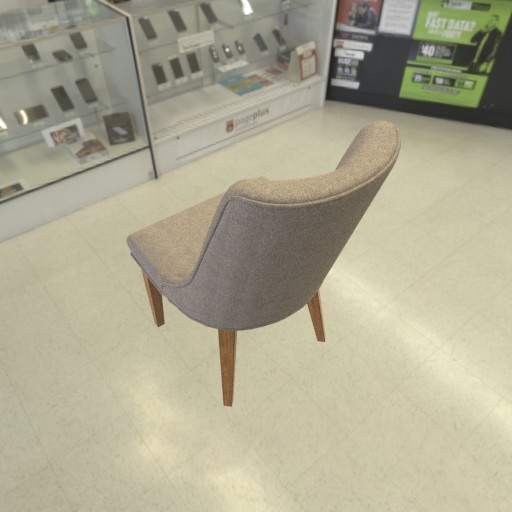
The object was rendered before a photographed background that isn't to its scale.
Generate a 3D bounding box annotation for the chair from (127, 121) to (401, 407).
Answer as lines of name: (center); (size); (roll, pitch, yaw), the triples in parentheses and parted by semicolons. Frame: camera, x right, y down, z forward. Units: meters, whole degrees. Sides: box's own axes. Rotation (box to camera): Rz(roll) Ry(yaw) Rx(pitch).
chair: (0.000, 0.000, 1.302); (0.548, 0.916, 0.636); (-28, 51, -25)
